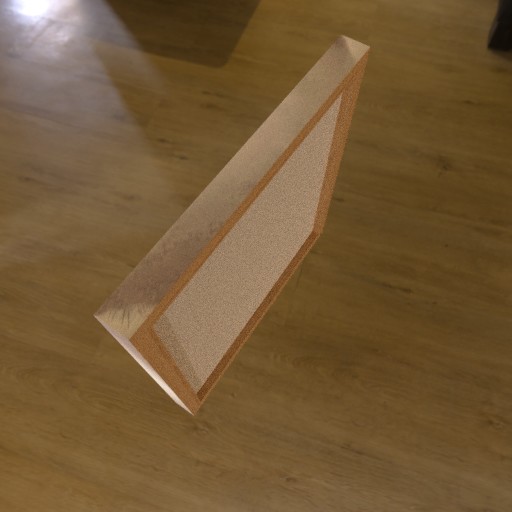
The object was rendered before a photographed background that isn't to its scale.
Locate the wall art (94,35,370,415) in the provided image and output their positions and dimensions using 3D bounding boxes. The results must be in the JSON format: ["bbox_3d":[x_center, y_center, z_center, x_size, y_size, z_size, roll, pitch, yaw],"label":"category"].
[{"bbox_3d":[0.000,0.000,0.450,0.028,0.303,0.303,31,67,15],"label":"wall art"}]
